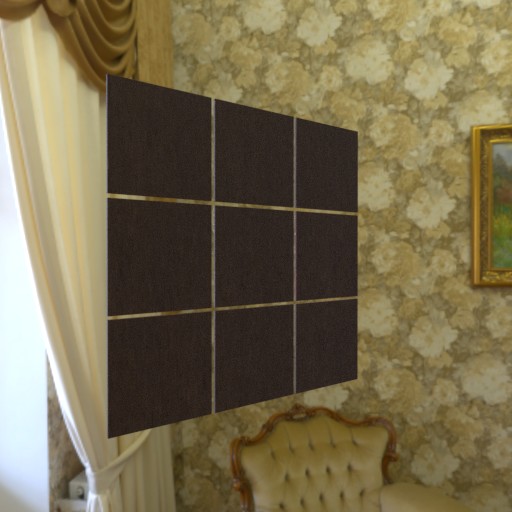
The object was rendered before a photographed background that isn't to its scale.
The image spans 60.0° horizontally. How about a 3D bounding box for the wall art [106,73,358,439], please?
[{"bbox_3d":[0.000,0.000,2.297,1.527,1.525,0.014,0,0,-35],"label":"wall art"}]
